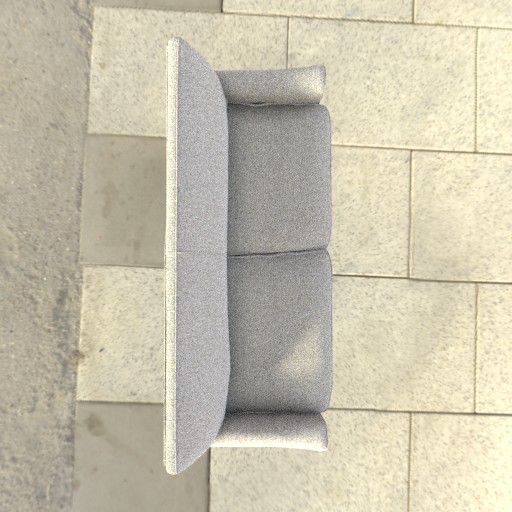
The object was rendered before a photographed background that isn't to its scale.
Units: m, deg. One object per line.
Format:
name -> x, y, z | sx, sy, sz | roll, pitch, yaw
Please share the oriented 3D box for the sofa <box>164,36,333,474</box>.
sofa -> 0.000, 0.000, 2.467 | 0.854, 0.942, 2.026 | 0, 88, -1
